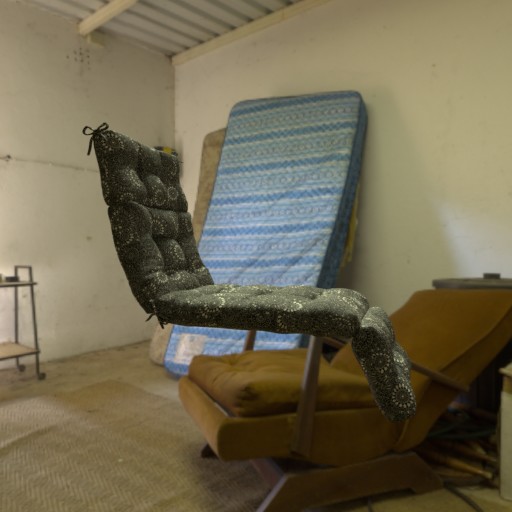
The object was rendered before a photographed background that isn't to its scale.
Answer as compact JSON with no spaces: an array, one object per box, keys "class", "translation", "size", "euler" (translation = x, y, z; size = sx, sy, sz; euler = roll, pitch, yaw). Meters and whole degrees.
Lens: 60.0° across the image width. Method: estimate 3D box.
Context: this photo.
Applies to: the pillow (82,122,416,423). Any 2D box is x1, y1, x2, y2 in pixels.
[{"class":"pillow","translation":[0.000,0.000,1.508],"size":[1.016,0.863,0.526],"euler":[0,1,18]}]
